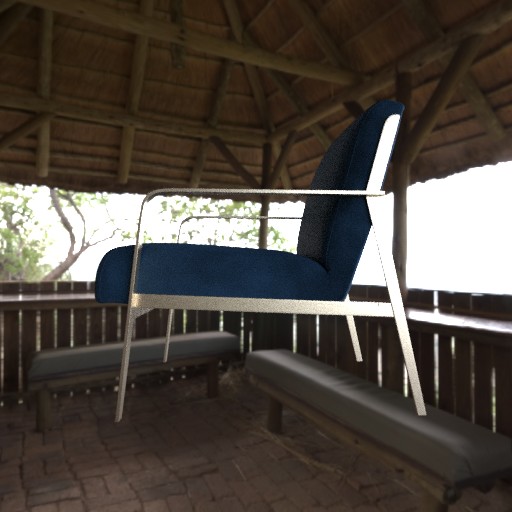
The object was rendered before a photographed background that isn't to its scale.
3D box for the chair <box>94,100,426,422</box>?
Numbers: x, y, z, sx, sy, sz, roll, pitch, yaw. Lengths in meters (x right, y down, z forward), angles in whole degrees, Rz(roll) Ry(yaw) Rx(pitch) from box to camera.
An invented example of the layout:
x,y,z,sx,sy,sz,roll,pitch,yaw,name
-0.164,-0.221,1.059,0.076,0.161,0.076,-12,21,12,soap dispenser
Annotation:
x,y,z,sx,sy,sz,roll,pitch,yaw,name
0.000,0.000,1.448,0.859,0.831,0.692,0,-1,-1,chair
